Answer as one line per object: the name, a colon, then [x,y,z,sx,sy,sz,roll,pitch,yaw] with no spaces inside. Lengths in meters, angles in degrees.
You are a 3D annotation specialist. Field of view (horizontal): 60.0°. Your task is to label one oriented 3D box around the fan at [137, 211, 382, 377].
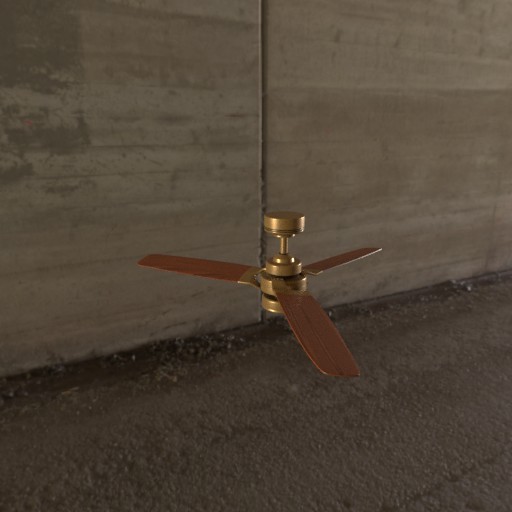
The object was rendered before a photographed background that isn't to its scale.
fan: [0.000,0.000,2.049,1.271,0.425,1.416,8,18,25]
